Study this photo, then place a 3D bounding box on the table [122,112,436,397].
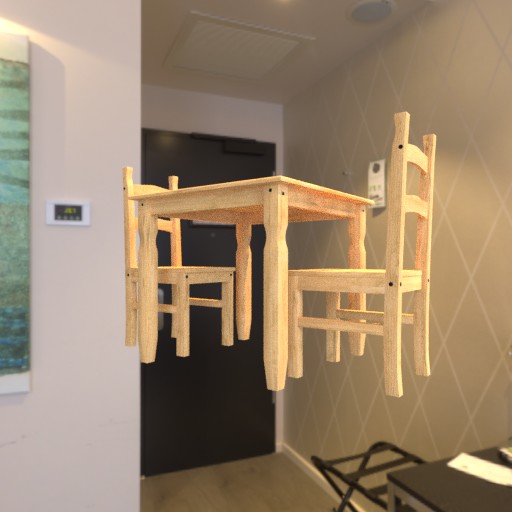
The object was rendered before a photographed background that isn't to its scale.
[{"bbox_3d":[0.000,0.000,2.046,1.501,0.942,0.813,0,0,37],"label":"table"}]
